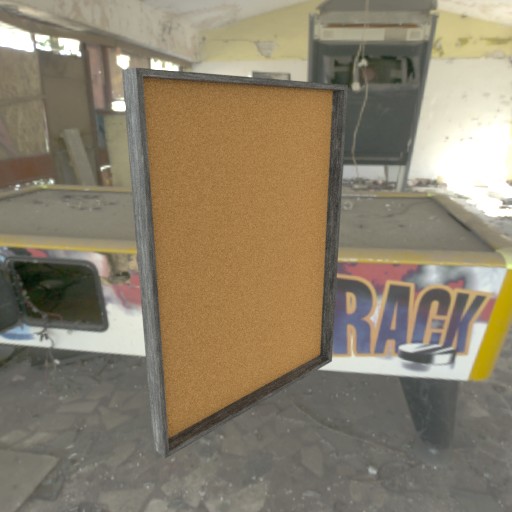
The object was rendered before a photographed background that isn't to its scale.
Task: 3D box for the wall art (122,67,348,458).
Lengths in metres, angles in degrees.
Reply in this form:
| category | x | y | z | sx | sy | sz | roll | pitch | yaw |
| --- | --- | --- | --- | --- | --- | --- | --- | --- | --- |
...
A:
| category | x | y | z | sx | sy | sz | roll | pitch | yaw |
| --- | --- | --- | --- | --- | --- | --- | --- | --- | --- |
| wall art | 0.000 | 0.000 | 1.365 | 0.762 | 1.016 | 0.063 | -16 | 23 | -41 |
